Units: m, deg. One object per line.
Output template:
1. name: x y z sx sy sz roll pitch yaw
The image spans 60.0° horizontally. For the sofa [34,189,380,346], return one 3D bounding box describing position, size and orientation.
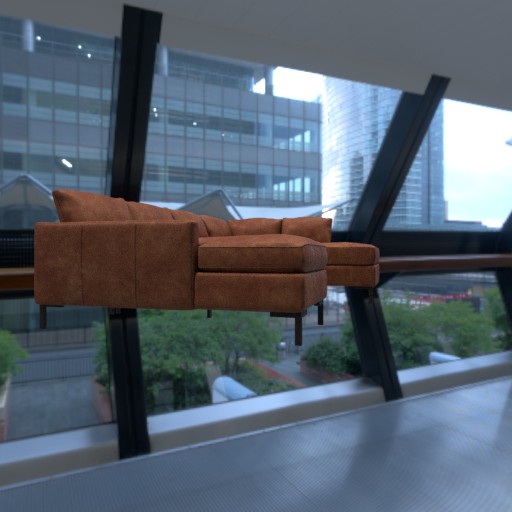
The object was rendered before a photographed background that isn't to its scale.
1. sofa: 0.000 0.000 3.822 1.939 0.900 2.956 0 0 18
